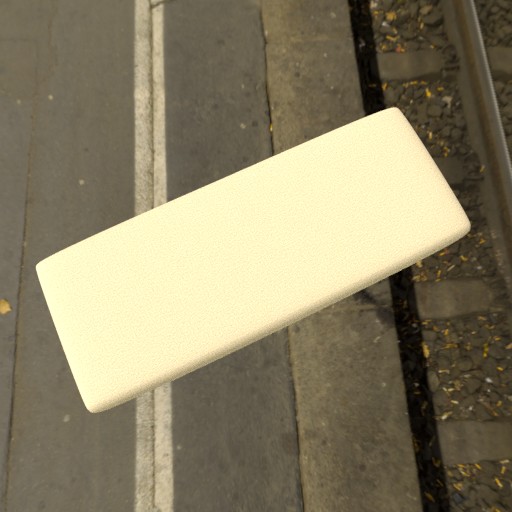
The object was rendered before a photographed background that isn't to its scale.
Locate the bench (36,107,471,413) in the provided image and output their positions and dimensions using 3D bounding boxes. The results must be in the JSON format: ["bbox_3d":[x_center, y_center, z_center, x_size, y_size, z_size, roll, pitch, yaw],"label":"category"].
[{"bbox_3d":[0.000,0.000,1.874,1.609,0.393,0.646,-25,77,-6],"label":"bench"}]
